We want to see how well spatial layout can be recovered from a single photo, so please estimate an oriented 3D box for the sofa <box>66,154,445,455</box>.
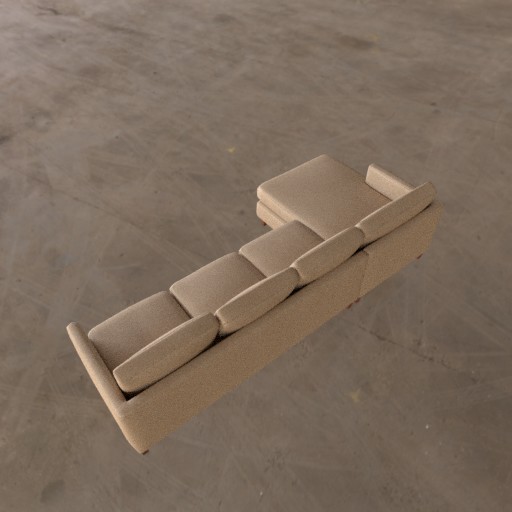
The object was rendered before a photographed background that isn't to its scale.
[{"bbox_3d":[0.000,0.000,3.834,3.201,0.876,1.502,-30,53,-26],"label":"sofa"}]
